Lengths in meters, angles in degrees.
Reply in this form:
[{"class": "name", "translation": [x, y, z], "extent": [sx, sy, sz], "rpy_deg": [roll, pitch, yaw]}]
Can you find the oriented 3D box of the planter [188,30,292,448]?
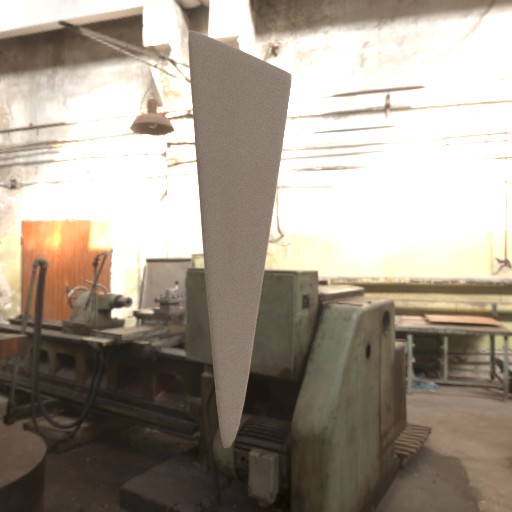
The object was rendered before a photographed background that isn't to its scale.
[{"class": "planter", "translation": [0.000, 0.000, 0.386], "extent": [0.065, 0.338, 0.143], "rpy_deg": [-1, -2, 19]}]
